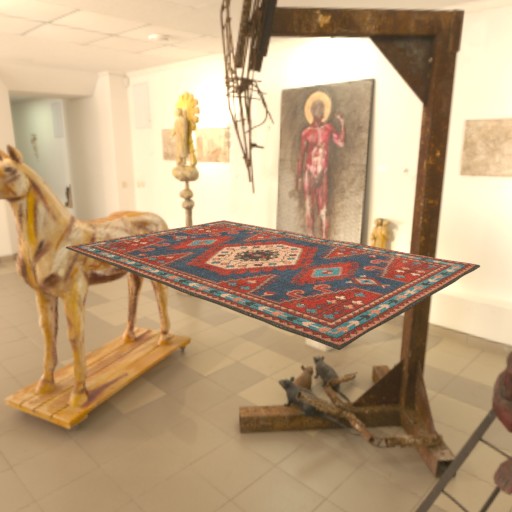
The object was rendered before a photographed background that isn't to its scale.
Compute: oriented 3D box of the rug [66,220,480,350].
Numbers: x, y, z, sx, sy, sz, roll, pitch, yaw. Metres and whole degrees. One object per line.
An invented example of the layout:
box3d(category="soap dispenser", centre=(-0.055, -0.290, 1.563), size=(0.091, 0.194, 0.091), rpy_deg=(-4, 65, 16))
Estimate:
box3d(category="rug", centre=(0.000, 0.000, 2.302), size=(1.820, 0.012, 1.207), rpy_deg=(14, 20, 42))
